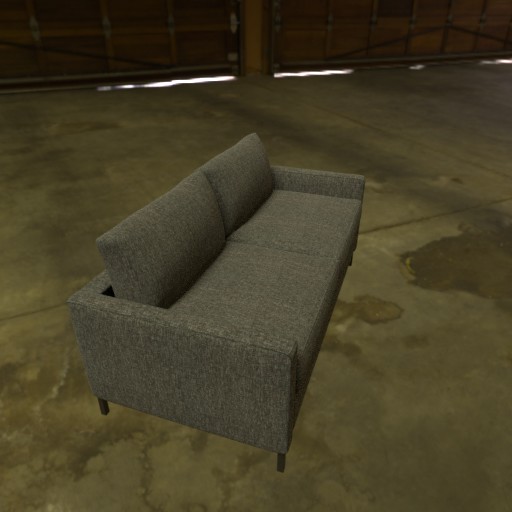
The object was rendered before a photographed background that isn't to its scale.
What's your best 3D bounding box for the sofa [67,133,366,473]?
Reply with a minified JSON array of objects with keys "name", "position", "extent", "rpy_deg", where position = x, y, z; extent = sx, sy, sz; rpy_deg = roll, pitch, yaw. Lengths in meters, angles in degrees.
[{"name":"sofa","position":[0.000,0.000,2.247],"extent":[0.866,0.862,1.716],"rpy_deg":[10,31,17]}]
